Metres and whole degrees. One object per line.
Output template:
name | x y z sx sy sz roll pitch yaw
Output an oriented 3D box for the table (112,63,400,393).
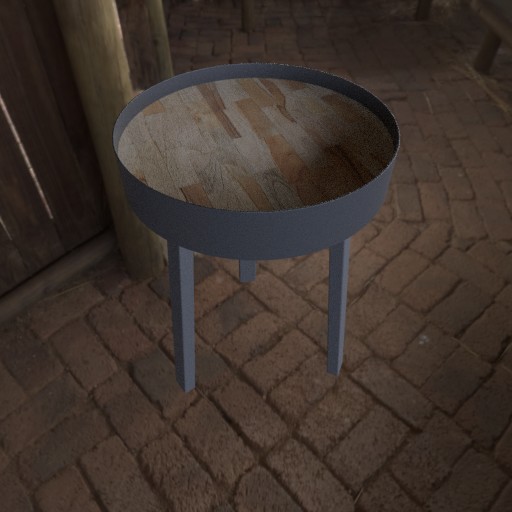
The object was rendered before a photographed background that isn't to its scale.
table | 0.000 0.000 0.841 0.406 0.559 0.406 0 46 0
